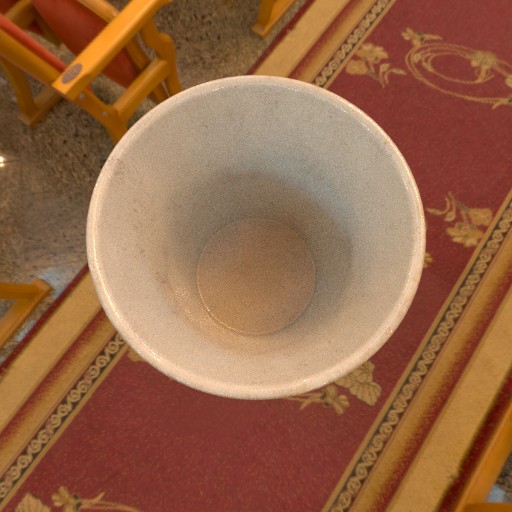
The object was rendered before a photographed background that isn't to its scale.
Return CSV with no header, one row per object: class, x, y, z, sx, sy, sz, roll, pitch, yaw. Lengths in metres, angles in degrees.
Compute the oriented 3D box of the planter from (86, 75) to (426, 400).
planter,0.000,0.000,0.215,0.126,0.104,0.126,0,76,0
